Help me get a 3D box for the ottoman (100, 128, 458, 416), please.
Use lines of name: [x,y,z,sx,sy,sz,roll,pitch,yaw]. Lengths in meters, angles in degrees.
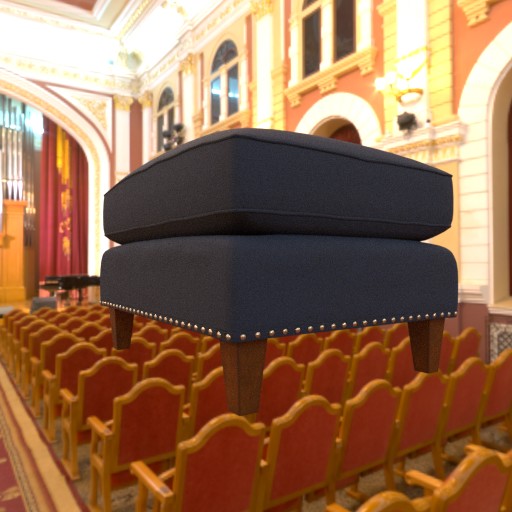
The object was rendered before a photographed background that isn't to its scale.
ottoman: [0.000,0.000,1.112,0.584,0.513,0.741,1,-1,-34]
